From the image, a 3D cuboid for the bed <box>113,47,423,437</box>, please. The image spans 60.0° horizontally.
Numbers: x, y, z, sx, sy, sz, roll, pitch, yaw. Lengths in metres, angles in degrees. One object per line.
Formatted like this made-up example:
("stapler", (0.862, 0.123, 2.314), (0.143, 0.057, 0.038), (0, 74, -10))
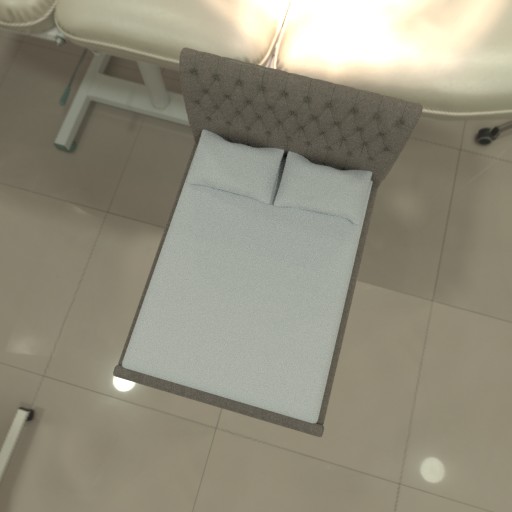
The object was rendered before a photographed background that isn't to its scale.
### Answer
("bed", (0.000, 0.000, 3.307), (1.645, 1.371, 2.252), (15, 76, 4))
